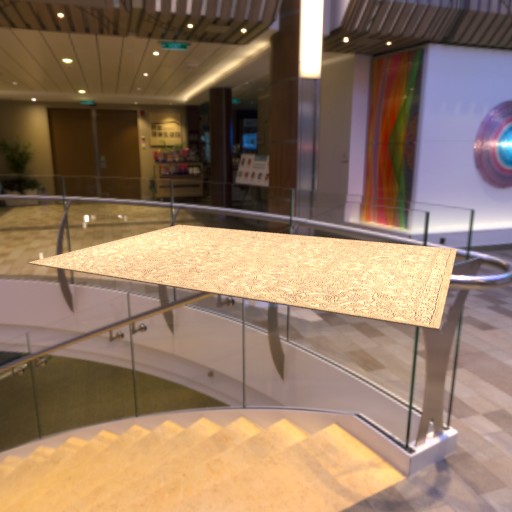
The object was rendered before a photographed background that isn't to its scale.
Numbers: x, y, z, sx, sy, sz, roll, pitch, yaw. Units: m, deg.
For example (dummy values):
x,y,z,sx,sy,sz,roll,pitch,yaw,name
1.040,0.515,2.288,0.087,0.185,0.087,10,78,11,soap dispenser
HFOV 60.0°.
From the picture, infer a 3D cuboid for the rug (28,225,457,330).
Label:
x,y,z,sx,sy,sz,roll,pitch,yaw,name
0.000,0.000,2.260,1.827,0.006,1.221,7,15,25,rug
